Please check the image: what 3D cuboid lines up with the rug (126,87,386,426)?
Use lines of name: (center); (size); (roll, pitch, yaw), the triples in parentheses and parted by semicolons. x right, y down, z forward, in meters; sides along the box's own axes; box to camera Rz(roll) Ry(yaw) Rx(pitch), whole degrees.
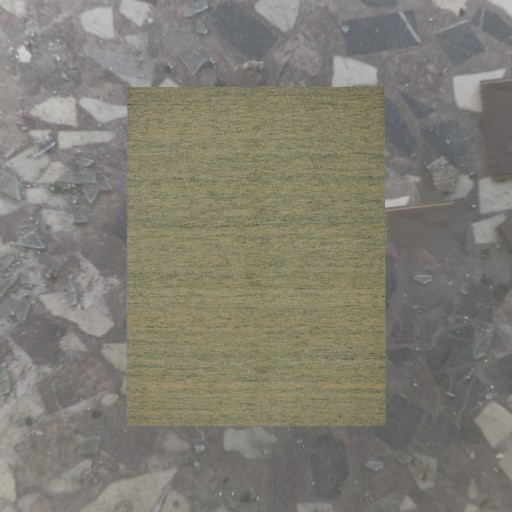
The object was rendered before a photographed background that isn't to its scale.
rug: (0.000, 0.000, 4.180); (2.437, 0.014, 3.201); (0, 89, 0)
